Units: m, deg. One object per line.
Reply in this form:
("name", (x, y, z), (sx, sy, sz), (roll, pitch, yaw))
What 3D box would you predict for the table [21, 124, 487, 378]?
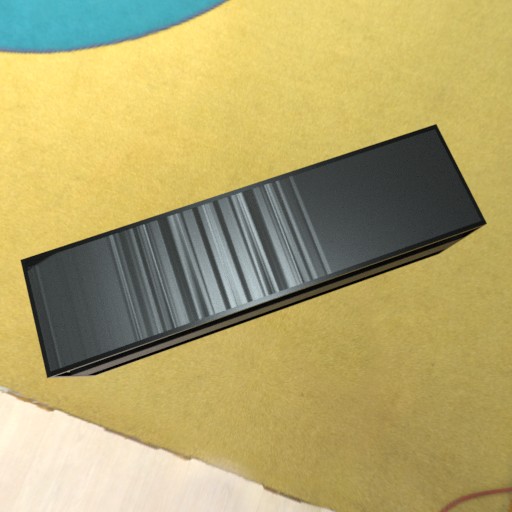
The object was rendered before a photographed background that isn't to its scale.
("table", (0.000, 0.000, 1.648), (1.486, 0.395, 0.399), (-19, 76, -5))
